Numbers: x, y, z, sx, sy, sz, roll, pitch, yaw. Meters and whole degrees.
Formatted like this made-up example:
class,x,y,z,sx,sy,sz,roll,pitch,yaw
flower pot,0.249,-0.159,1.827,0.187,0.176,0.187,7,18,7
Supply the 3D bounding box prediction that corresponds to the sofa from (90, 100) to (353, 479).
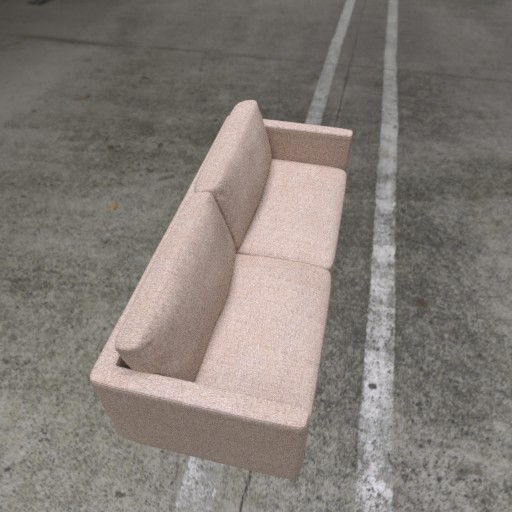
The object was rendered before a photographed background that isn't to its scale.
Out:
class,x,y,z,sx,sy,sz,roll,pitch,yaw
sofa,0.000,0.000,2.676,0.951,0.965,2.208,10,48,9
